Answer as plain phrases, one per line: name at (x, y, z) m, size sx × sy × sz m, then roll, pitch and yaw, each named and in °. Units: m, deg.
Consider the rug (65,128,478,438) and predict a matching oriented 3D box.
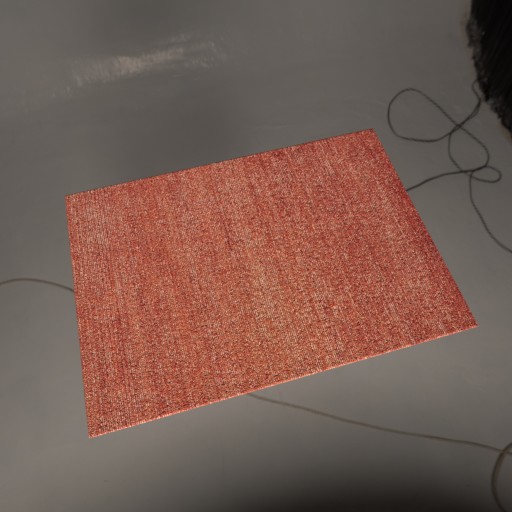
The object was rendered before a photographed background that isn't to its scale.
rug at (0.000, 0.000, 4.928) m, size 3.965 × 0.025 × 2.803 m, roll -14°, pitch 63°, yaw -7°
